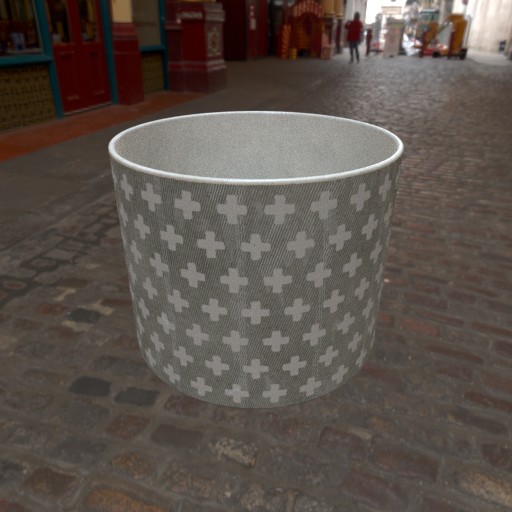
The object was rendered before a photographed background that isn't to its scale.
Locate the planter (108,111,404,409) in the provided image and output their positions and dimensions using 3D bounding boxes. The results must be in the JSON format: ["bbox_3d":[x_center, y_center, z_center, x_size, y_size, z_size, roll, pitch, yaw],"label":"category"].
[{"bbox_3d":[0.000,0.000,0.446,0.250,0.239,0.250,0,28,0],"label":"planter"}]
